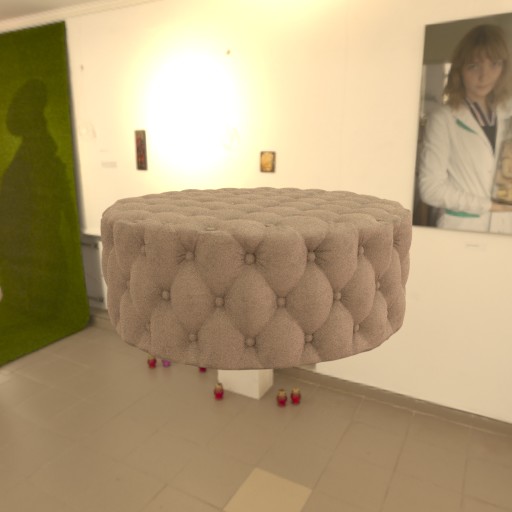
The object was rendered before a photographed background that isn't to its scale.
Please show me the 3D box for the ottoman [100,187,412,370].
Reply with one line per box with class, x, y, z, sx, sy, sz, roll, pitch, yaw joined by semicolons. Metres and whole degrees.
ottoman;0.000;0.000;1.506;0.998;0.399;0.998;0;14;0
